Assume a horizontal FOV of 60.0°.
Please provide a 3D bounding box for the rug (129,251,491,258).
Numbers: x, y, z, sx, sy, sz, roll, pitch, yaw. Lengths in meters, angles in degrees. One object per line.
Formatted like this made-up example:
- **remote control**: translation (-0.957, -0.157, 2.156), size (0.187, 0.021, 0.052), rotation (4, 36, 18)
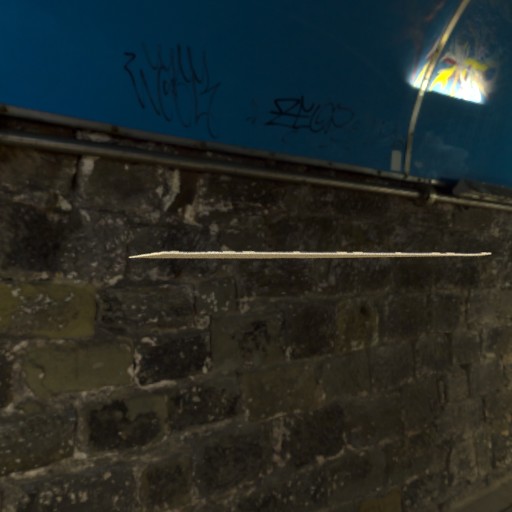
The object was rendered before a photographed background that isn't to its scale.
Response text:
- **rug**: translation (0.000, 0.000, 2.088), size (1.072, 0.013, 1.698), rotation (0, -1, -19)
